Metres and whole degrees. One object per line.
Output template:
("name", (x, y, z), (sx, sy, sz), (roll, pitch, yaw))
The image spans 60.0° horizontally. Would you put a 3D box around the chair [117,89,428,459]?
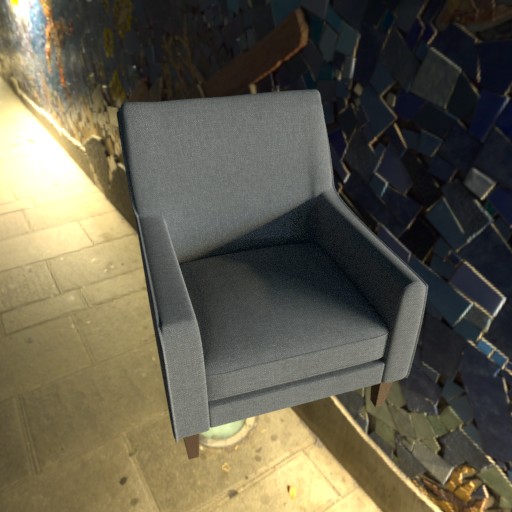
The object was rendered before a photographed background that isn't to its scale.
("chair", (0.000, 0.000, 1.560), (0.780, 0.919, 0.899), (-10, 34, -15))
